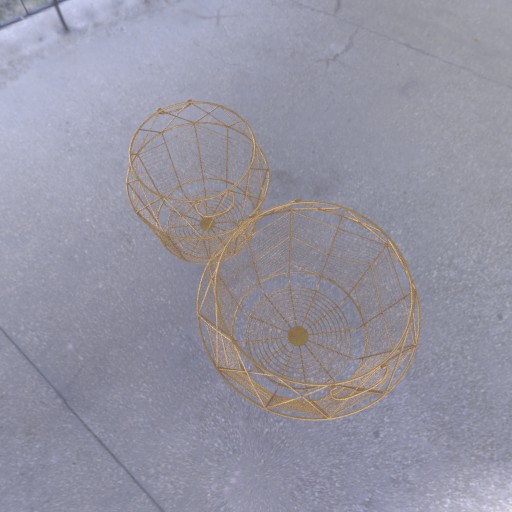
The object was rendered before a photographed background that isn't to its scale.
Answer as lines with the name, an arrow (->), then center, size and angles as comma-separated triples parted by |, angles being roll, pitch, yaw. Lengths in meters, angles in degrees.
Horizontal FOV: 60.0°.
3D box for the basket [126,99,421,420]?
basket -> 0.000, 0.000, 1.029 | 0.451, 0.343, 0.805 | -34, 68, -15
